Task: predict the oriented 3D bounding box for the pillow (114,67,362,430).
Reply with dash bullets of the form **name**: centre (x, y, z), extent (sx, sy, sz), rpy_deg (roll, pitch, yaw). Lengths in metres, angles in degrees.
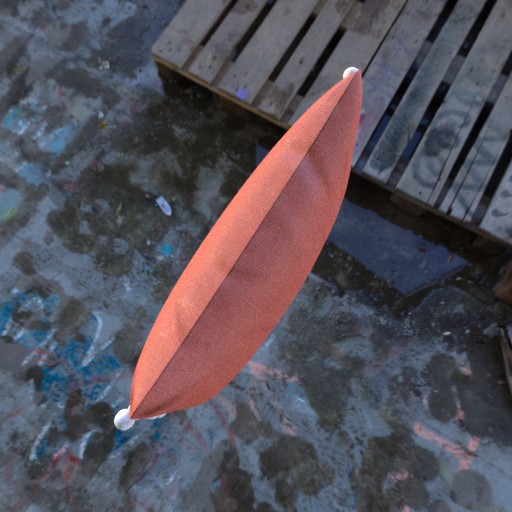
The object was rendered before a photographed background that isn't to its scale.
- **pillow**: centre (0.000, 0.000, 0.821), extent (0.201, 0.322, 0.709), rpy_deg (31, 78, 8)
